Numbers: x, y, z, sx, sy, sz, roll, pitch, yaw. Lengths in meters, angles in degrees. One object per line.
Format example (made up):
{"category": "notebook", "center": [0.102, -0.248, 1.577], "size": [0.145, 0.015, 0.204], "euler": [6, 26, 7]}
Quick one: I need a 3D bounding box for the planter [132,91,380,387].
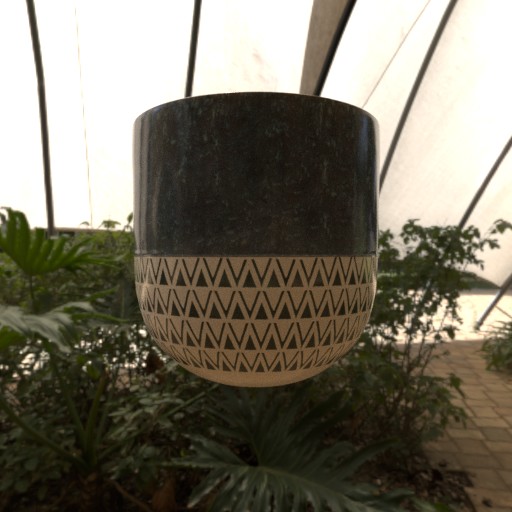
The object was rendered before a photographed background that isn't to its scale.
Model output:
{"category": "planter", "center": [0.000, 0.000, 0.494], "size": [0.266, 0.270, 0.266], "euler": [0, 0, 0]}
